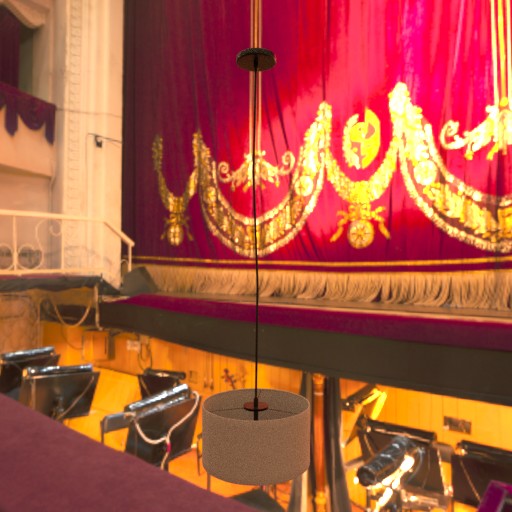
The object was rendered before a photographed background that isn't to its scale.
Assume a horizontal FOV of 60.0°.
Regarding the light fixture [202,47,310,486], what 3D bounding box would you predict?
[{"bbox_3d":[0.000,0.000,1.669,0.399,1.516,0.399,0,-2,0],"label":"light fixture"}]
